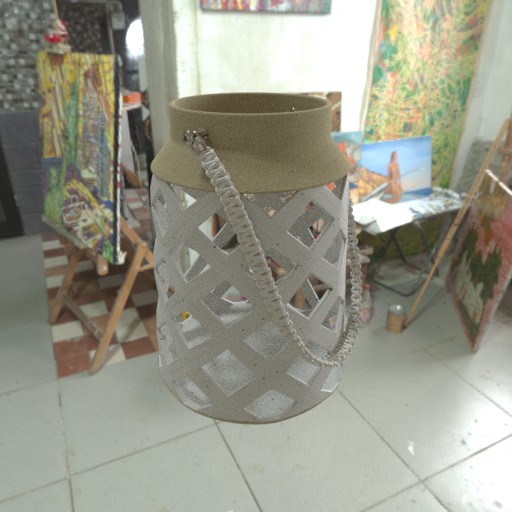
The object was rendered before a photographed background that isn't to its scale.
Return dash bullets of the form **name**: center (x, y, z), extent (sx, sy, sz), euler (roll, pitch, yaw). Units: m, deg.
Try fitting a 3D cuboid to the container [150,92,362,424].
- **container**: center (0.000, 0.000, 0.346), extent (0.172, 0.229, 0.163), euler (17, 31, 31)
